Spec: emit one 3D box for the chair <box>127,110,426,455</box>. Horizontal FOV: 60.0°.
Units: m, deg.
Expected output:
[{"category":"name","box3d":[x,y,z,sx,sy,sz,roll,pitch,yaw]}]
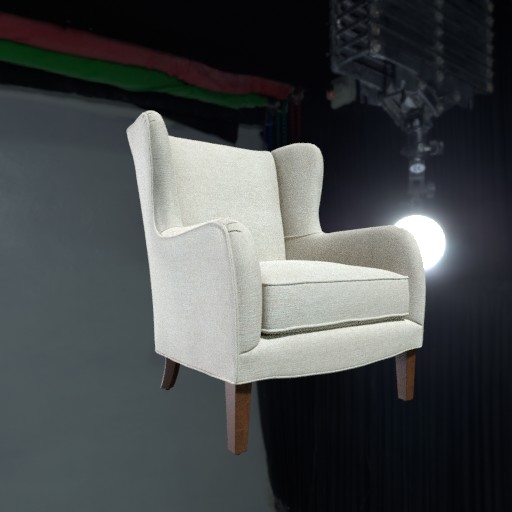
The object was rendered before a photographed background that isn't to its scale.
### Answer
[{"category":"chair","box3d":[0.000,0.000,1.709,0.838,1.040,0.966,0,0,-36]}]
